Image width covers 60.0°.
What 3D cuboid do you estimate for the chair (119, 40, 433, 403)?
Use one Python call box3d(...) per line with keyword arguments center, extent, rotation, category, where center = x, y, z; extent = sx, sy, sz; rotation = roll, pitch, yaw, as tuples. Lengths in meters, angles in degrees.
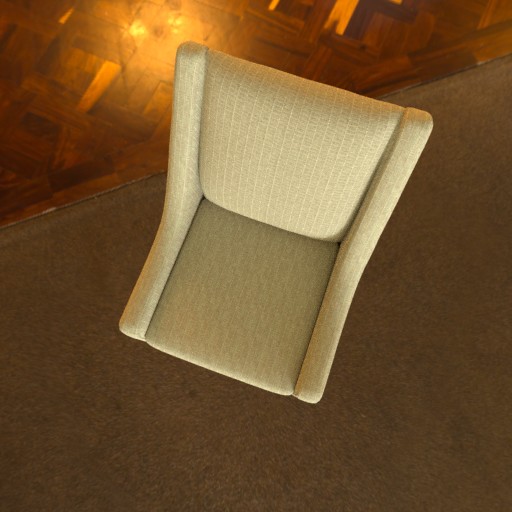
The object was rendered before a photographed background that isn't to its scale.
box3d(center=(0.000, 0.000, 1.621), extent=(0.774, 1.014, 0.870), rotation=(19, 76, 5), category="chair")
